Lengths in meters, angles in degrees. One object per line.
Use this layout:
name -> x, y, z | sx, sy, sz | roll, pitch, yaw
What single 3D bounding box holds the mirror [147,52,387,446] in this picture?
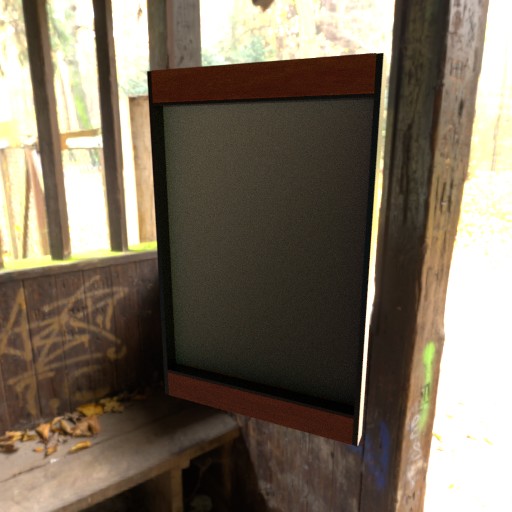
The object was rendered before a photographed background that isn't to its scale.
mirror -> 0.000, 0.000, 1.024 | 0.525, 0.823, 0.047 | 6, 16, 24
